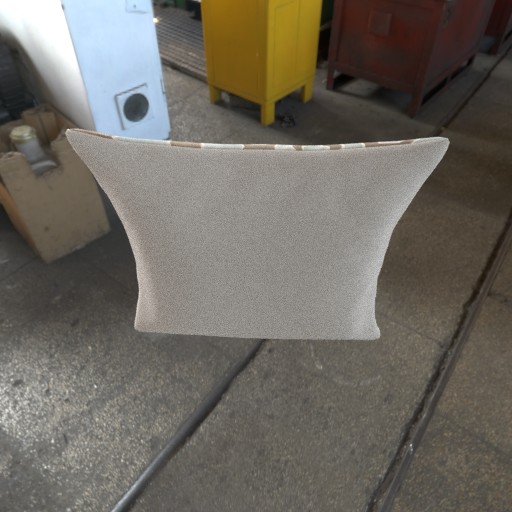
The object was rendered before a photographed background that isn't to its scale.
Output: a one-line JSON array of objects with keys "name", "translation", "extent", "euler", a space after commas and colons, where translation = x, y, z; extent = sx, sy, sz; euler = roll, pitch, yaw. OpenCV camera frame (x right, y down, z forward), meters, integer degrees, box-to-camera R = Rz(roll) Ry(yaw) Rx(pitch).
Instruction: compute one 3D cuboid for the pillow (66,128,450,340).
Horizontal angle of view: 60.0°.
[{"name": "pillow", "translation": [0.000, 0.000, 0.817], "extent": [0.552, 0.508, 0.166], "euler": [2, 46, 2]}]
